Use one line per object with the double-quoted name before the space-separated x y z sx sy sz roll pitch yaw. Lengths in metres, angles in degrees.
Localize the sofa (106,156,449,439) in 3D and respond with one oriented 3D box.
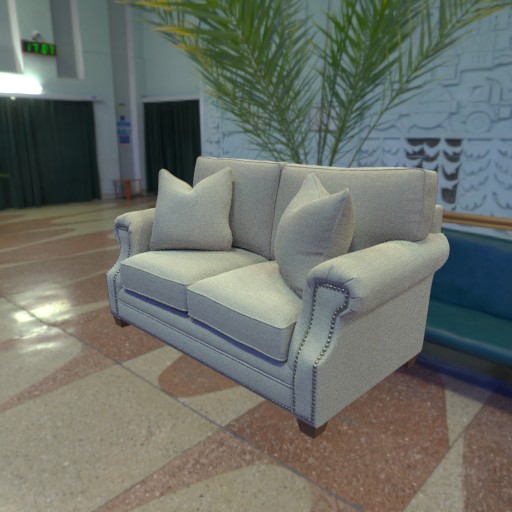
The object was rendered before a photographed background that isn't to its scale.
"sofa" 0.000 0.000 2.334 1.701 0.966 0.966 14 21 43
